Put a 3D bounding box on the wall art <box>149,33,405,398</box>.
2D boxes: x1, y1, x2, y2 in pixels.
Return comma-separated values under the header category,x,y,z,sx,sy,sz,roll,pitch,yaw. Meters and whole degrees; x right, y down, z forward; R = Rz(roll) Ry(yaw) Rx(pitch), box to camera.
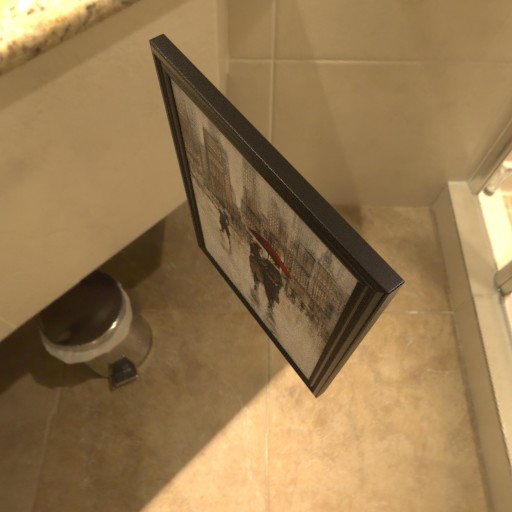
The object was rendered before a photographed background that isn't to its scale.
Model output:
category,x,y,z,sx,sy,sz,roll,pitch,yaw
wall art,0.000,0.000,1.595,0.053,1.194,0.950,-33,67,-16
